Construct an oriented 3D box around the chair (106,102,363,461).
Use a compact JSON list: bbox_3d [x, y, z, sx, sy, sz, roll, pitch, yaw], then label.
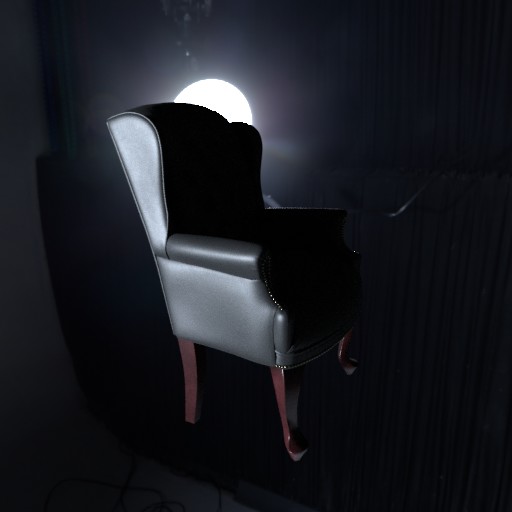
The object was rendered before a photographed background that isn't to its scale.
[{"bbox_3d":[0.000,0.000,1.659,0.762,1.111,0.838,7,16,26],"label":"chair"}]
